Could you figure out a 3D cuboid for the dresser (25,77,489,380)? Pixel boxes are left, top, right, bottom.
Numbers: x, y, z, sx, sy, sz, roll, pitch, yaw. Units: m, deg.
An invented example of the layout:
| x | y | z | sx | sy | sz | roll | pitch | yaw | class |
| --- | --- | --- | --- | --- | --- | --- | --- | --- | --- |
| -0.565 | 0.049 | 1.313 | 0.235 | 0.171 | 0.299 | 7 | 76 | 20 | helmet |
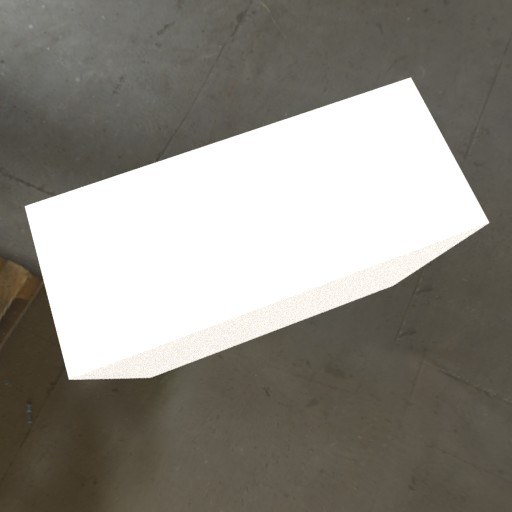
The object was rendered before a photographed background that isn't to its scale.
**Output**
| x | y | z | sx | sy | sz | roll | pitch | yaw | class |
| --- | --- | --- | --- | --- | --- | --- | --- | --- | --- |
| 0.000 | 0.000 | 1.532 | 1.100 | 0.820 | 0.460 | -20 | 76 | -5 | dresser |
